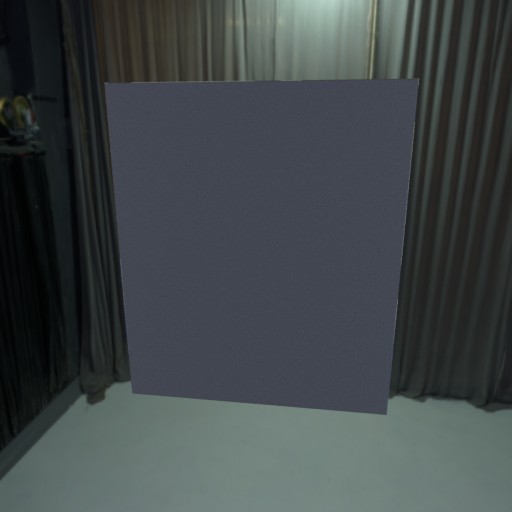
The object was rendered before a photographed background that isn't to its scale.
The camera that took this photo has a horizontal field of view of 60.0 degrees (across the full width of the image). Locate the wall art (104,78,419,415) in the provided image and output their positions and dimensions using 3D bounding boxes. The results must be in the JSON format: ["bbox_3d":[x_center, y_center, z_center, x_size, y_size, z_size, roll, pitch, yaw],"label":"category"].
[{"bbox_3d":[0.000,0.000,0.696,0.435,0.511,0.037,2,16,8],"label":"wall art"}]
